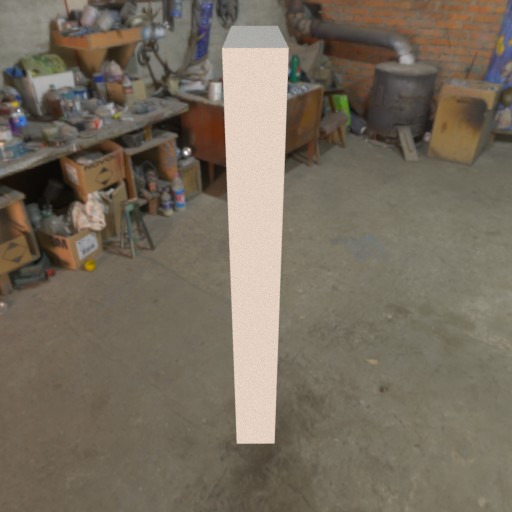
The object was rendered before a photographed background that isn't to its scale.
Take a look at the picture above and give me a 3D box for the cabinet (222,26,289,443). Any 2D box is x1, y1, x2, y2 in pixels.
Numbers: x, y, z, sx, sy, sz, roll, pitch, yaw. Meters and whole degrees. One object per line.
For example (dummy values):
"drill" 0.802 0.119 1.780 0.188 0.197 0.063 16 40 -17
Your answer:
"cabinet" 0.000 0.000 1.973 0.192 1.770 0.643 0 32 0
